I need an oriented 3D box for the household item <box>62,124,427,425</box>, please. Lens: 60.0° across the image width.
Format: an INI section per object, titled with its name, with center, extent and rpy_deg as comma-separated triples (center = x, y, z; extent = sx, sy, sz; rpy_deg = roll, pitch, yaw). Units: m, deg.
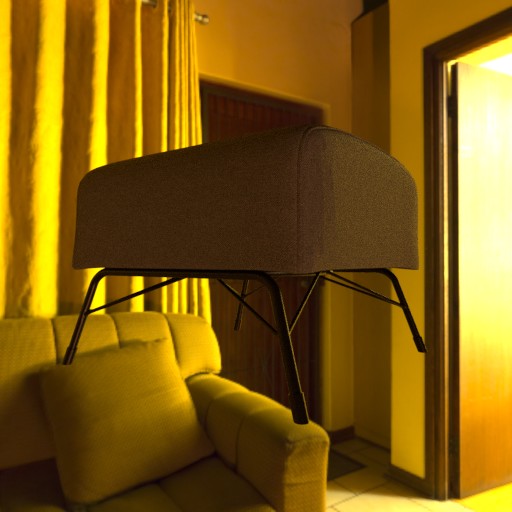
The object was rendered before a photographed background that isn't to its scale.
[household item]
center = 0.000, 0.000, 0.896
extent = 0.530, 0.410, 0.530
rpy_deg = 0, -1, 36
